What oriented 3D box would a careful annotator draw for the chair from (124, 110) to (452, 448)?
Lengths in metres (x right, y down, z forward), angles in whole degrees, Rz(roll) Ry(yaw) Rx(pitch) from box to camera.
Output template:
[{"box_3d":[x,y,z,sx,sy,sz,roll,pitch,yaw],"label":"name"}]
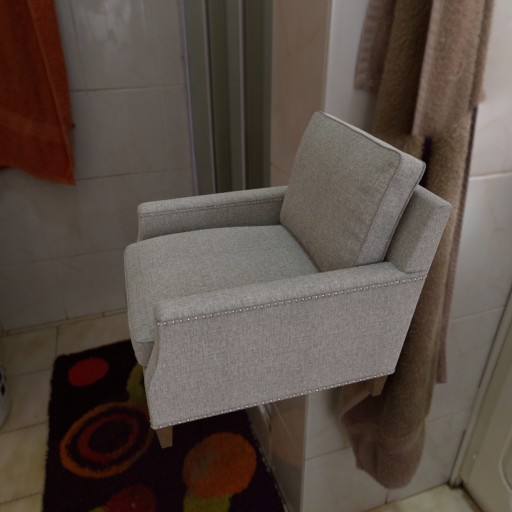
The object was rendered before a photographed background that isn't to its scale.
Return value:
[{"box_3d":[0.000,0.000,1.738,1.014,0.943,0.853,-8,31,-14],"label":"chair"}]
